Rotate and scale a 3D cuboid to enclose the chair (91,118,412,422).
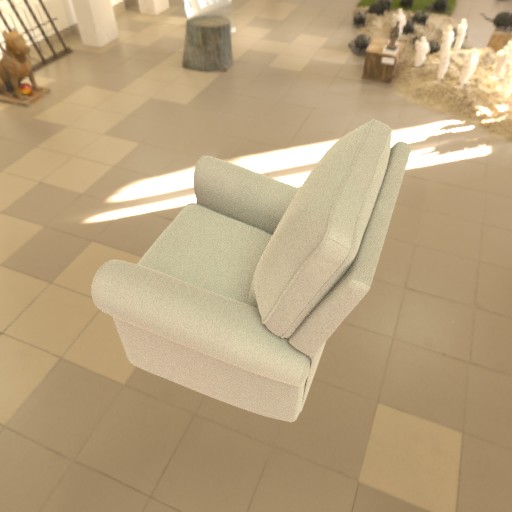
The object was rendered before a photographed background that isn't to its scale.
[{"bbox_3d":[0.000,0.000,1.679,0.878,0.960,0.890,16,47,16],"label":"chair"}]
